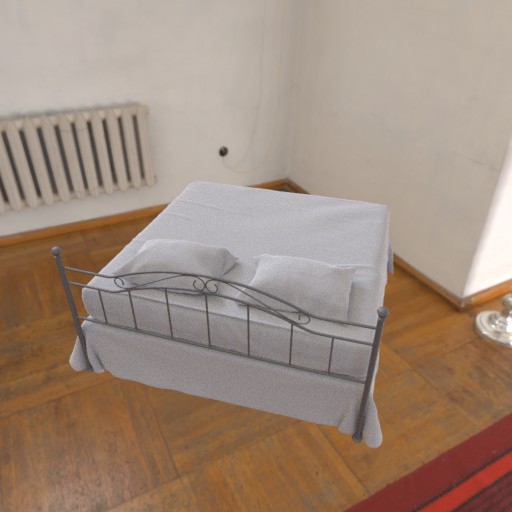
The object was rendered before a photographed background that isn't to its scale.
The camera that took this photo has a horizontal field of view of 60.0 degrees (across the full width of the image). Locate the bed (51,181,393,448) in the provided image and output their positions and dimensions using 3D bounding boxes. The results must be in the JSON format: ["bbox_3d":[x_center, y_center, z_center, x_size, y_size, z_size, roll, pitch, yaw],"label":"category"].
[{"bbox_3d":[0.000,0.000,3.633,2.309,1.080,2.220,10,34,14],"label":"bed"}]
